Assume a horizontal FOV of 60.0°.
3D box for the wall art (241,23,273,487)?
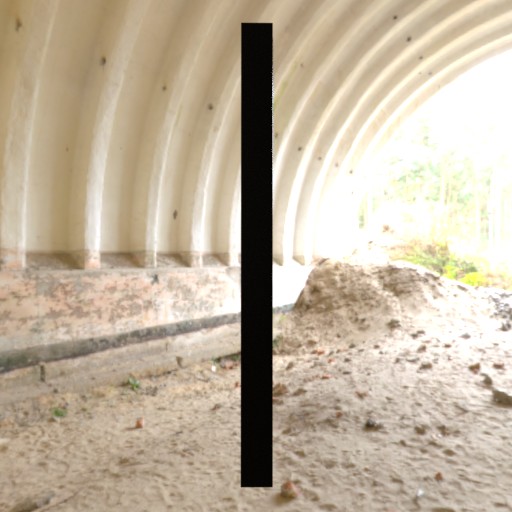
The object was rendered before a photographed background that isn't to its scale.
[{"bbox_3d":[0.000,0.000,0.752,0.039,0.553,0.451,0,-1,0],"label":"wall art"}]
